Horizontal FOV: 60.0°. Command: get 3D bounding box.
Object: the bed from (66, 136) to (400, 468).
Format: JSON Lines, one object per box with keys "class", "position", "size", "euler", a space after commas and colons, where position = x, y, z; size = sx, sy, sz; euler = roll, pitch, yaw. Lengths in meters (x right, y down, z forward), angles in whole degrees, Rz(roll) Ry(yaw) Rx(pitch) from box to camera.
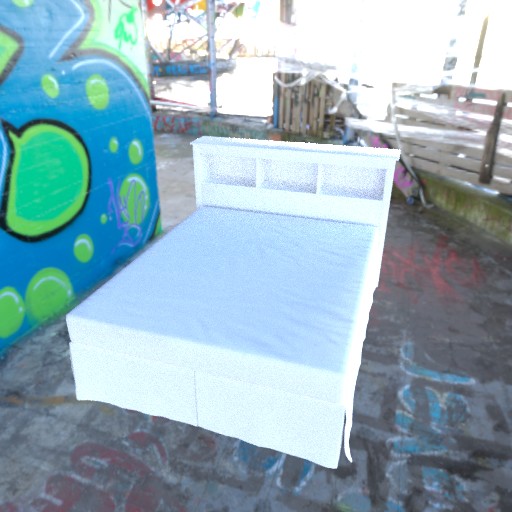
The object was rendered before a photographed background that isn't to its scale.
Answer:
{"class": "bed", "position": [0.000, 0.000, 3.033], "size": [1.671, 1.092, 2.133], "euler": [8, 28, 16]}
